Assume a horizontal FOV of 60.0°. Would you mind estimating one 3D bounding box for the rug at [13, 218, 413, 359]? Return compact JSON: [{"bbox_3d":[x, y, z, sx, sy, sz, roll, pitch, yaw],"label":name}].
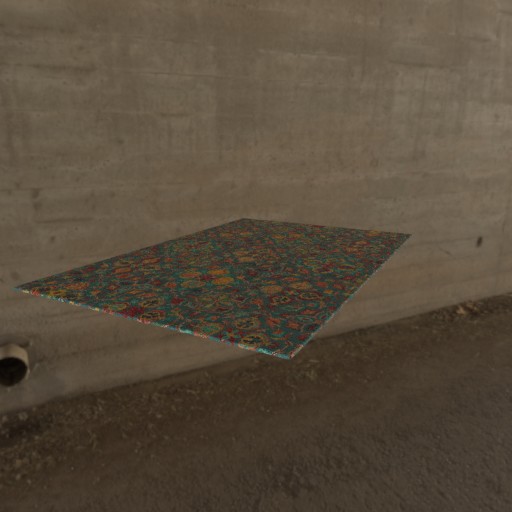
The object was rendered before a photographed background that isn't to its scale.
[{"bbox_3d":[0.000,0.000,2.831,1.527,0.016,2.290,8,17,28],"label":"rug"}]
